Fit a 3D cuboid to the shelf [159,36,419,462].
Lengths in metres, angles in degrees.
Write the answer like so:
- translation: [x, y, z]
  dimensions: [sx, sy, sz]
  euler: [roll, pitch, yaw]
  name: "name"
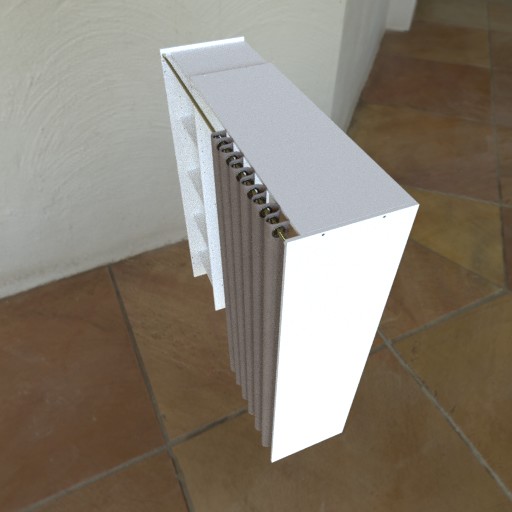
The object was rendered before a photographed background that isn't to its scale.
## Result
- translation: [0.000, 0.000, 2.550]
  dimensions: [0.500, 1.820, 1.600]
  euler: [-16, 48, -15]
  name: "shelf"
